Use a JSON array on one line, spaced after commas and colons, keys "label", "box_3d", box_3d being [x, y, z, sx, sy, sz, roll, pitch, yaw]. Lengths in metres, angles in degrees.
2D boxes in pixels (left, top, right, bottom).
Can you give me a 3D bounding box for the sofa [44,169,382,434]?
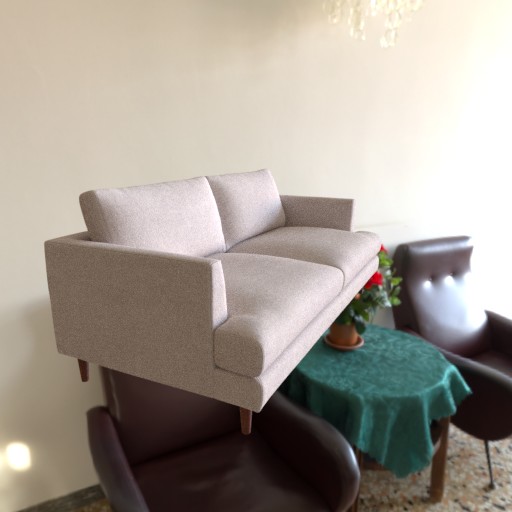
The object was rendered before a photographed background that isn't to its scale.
[{"label": "sofa", "box_3d": [0.000, 0.000, 2.495, 1.020, 0.868, 1.948, 7, 16, 26]}]
